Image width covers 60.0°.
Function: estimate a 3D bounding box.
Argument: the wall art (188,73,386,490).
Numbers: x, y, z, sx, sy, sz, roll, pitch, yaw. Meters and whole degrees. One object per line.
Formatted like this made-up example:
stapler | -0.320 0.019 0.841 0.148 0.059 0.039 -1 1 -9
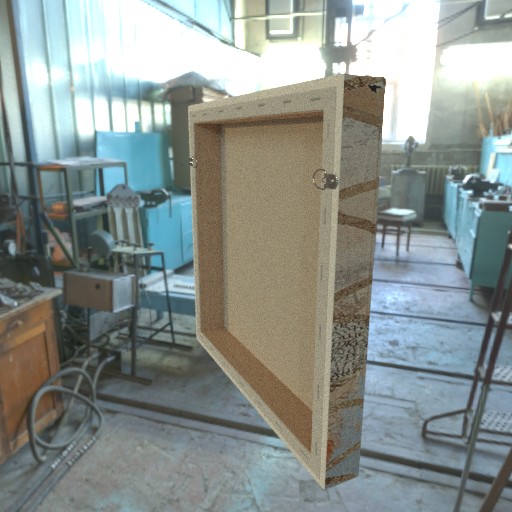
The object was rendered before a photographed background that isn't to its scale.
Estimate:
wall art | 0.000 0.000 0.443 0.036 0.304 0.303 -7 16 -25
